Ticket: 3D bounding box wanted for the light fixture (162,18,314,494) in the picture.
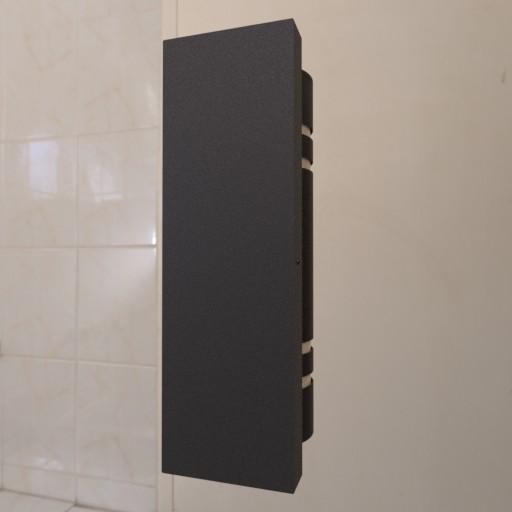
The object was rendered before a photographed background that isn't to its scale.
[{"bbox_3d":[0.000,0.000,0.394,0.105,0.330,0.149,0,-1,18],"label":"light fixture"}]
